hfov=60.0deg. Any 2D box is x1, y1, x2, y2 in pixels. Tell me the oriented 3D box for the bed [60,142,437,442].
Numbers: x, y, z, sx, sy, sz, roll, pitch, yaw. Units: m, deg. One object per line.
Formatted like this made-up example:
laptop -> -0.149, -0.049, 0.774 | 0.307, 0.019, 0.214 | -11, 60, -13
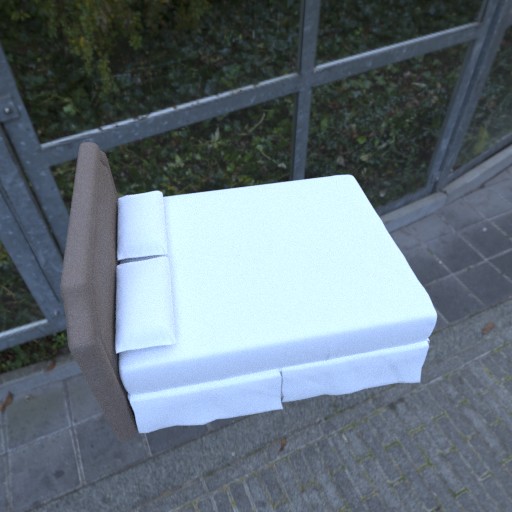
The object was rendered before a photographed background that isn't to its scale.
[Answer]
bed -> 0.000, 0.000, 3.064 | 2.116, 1.290, 1.693 | -8, 46, -8
